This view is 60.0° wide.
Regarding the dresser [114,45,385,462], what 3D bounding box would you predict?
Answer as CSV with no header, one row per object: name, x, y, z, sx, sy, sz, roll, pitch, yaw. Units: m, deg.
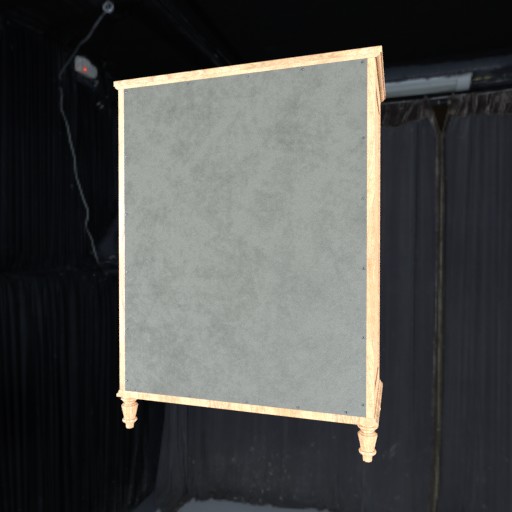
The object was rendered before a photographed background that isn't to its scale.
dresser,0.000,0.000,1.763,0.973,1.318,0.484,0,1,18
